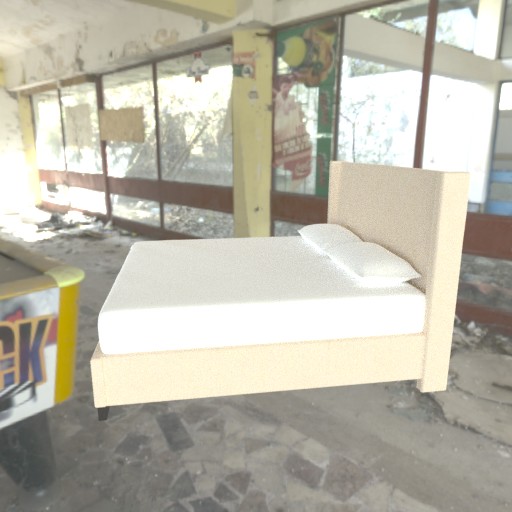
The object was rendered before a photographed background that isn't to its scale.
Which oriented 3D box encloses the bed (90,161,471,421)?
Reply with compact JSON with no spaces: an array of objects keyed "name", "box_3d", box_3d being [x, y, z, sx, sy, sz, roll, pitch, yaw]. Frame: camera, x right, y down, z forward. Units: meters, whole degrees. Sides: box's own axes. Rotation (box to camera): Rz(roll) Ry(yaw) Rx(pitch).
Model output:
[{"name":"bed","box_3d":[0.000,0.000,3.689,2.293,1.471,2.145,-2,14,-9]}]
